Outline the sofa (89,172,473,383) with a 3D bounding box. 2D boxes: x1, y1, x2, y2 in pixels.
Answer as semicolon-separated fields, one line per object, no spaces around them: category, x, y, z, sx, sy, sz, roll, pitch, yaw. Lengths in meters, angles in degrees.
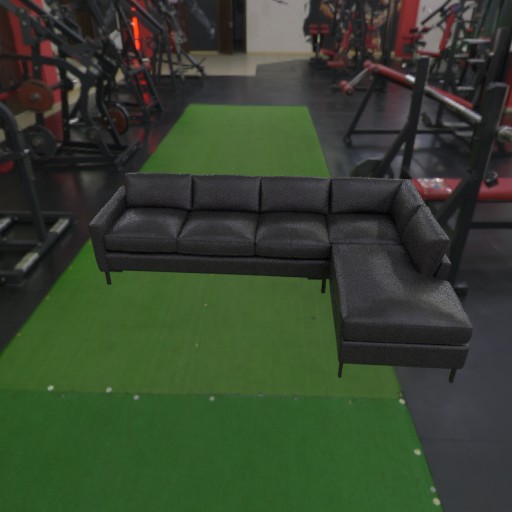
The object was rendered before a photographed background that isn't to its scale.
sofa;0.000;0.000;3.799;2.984;0.877;1.938;2;31;3
